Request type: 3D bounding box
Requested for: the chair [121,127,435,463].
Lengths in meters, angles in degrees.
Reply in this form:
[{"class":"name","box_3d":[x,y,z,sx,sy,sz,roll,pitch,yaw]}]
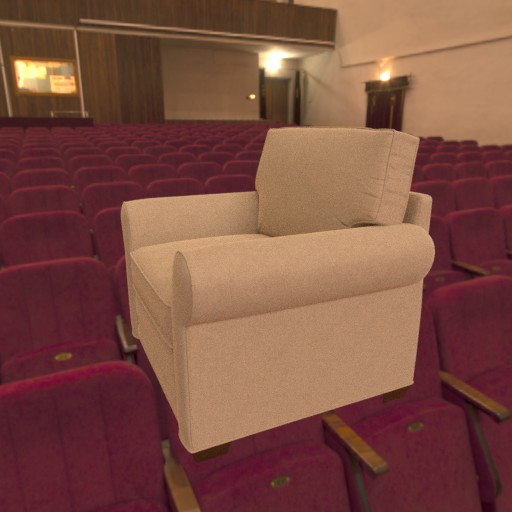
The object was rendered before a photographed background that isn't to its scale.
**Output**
[{"class":"chair","box_3d":[0.000,0.000,1.705,0.863,0.955,1.040,-7,18,-24]}]
